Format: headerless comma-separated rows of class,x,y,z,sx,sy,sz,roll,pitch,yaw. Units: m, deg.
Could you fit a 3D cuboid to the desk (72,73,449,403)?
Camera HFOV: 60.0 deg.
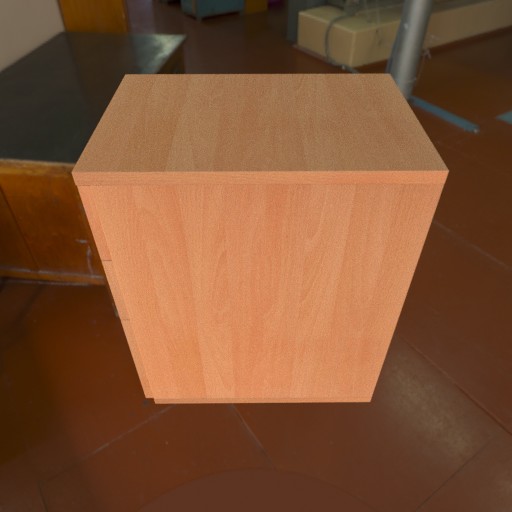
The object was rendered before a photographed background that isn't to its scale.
desk,0.000,0.000,1.085,0.600,0.730,0.404,0,43,0
